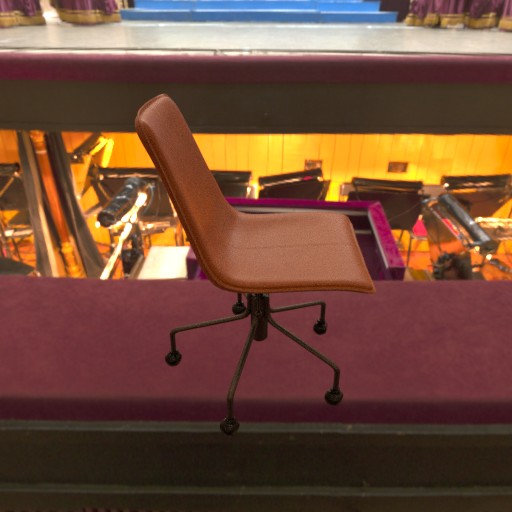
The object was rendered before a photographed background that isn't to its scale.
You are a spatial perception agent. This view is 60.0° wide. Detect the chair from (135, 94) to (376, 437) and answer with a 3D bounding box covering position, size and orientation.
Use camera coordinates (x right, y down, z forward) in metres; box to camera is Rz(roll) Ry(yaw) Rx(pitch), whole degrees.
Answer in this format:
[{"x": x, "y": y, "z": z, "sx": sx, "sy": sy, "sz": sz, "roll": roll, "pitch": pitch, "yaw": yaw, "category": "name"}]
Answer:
[{"x": 0.000, "y": 0.000, "z": 1.392, "sx": 0.660, "sy": 0.920, "sz": 0.651, "roll": 1, "pitch": 30, "yaw": 1, "category": "chair"}]
